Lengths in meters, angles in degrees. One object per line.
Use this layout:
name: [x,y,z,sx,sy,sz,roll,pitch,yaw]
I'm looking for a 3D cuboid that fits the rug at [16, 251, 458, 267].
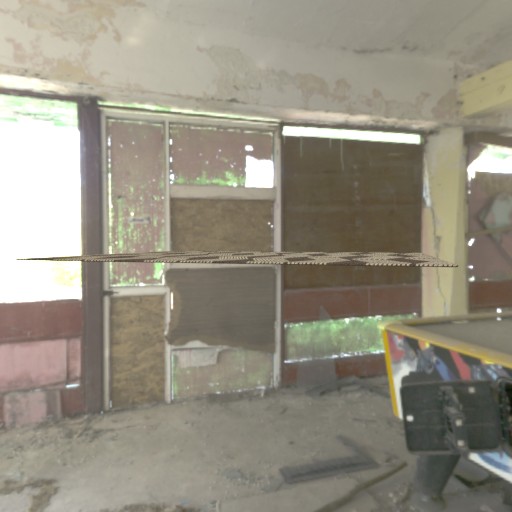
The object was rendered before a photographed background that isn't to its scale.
rug: [0.000,0.000,4.042,3.048,0.016,2.438,1,2,16]
